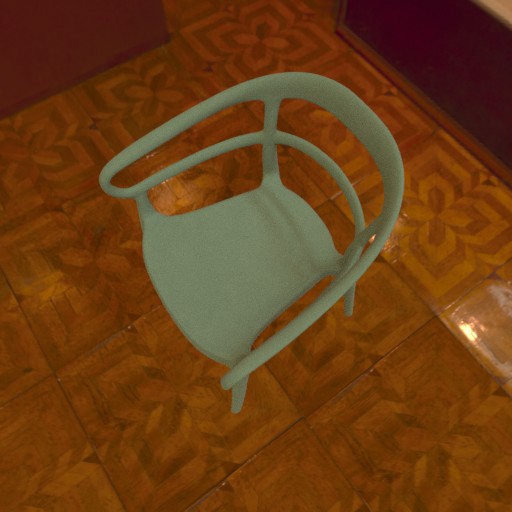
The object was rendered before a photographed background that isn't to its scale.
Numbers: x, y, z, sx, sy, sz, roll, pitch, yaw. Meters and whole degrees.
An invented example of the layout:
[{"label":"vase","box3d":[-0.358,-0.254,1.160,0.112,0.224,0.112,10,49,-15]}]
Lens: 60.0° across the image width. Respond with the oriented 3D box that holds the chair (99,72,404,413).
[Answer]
[{"label":"chair","box3d":[0.000,0.000,1.148,0.527,0.761,0.559,-31,69,-13]}]
